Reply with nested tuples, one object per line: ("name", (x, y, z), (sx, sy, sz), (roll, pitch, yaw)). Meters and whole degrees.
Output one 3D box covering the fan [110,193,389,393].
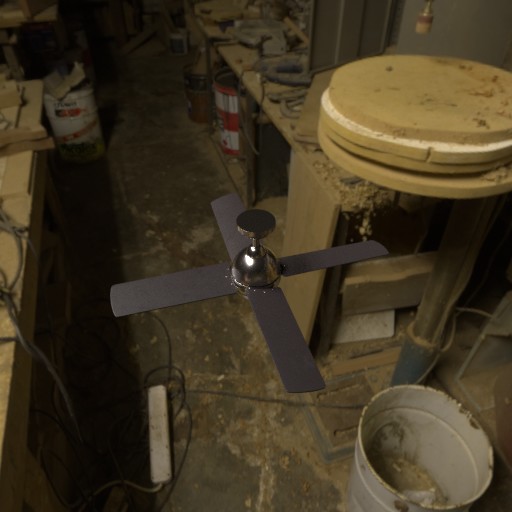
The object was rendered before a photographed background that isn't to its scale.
("fan", (0.000, 0.000, 2.029), (1.332, 0.403, 1.332), (-11, 42, -12))
